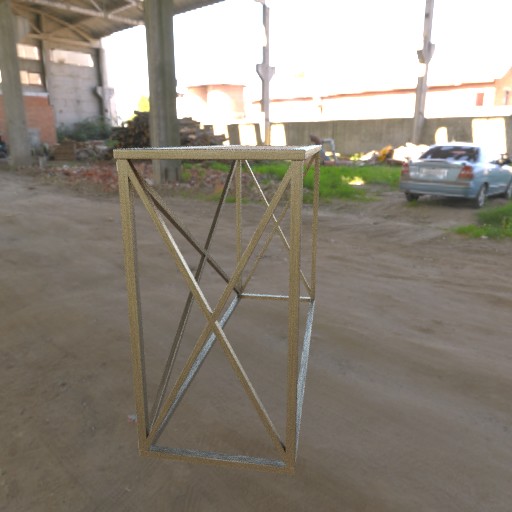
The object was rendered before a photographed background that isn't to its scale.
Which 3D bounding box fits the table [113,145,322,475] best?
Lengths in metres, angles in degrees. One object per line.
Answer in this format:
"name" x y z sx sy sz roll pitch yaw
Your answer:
"table" 0.000 0.000 1.569 0.402 0.753 1.216 2 15 9
